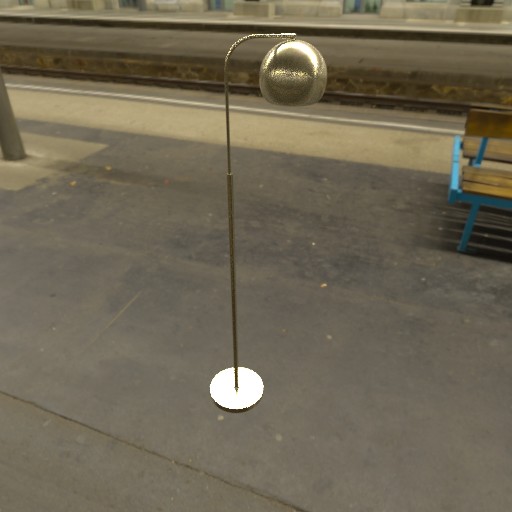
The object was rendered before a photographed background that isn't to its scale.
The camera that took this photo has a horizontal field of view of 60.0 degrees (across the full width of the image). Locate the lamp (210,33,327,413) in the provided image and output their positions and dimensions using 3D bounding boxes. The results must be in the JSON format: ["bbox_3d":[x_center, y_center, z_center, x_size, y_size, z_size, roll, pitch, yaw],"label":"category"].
[{"bbox_3d":[0.000,0.000,1.694,0.431,1.526,0.250,0,32,0],"label":"lamp"}]
